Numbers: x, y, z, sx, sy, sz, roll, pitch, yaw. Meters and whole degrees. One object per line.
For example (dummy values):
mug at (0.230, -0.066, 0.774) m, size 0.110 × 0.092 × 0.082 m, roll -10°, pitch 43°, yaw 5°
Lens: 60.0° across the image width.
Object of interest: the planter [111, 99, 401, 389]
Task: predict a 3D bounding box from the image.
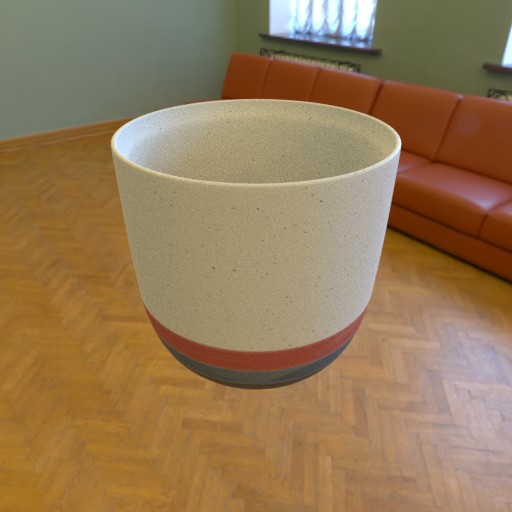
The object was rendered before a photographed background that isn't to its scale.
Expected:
planter at (0.000, 0.000, 0.378) m, size 0.204 × 0.214 × 0.204 m, roll 0°, pitch 32°, yaw 0°
